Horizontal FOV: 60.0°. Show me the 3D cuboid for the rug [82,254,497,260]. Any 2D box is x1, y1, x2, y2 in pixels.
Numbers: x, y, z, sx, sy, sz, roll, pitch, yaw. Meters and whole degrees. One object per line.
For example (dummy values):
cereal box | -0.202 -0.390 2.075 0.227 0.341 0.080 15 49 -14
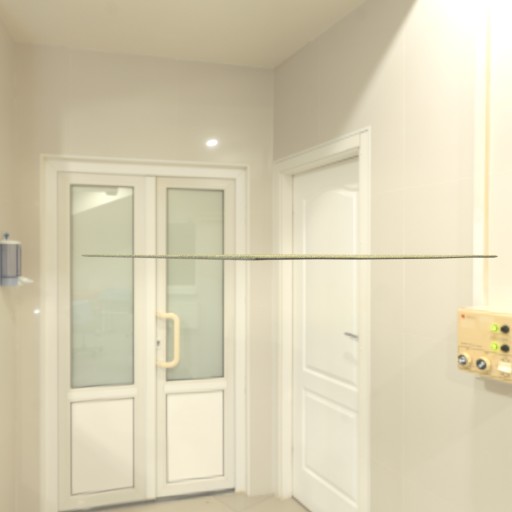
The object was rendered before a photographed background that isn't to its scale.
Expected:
rug | 0.000 0.000 2.859 1.606 0.017 2.270 0 0 -35
